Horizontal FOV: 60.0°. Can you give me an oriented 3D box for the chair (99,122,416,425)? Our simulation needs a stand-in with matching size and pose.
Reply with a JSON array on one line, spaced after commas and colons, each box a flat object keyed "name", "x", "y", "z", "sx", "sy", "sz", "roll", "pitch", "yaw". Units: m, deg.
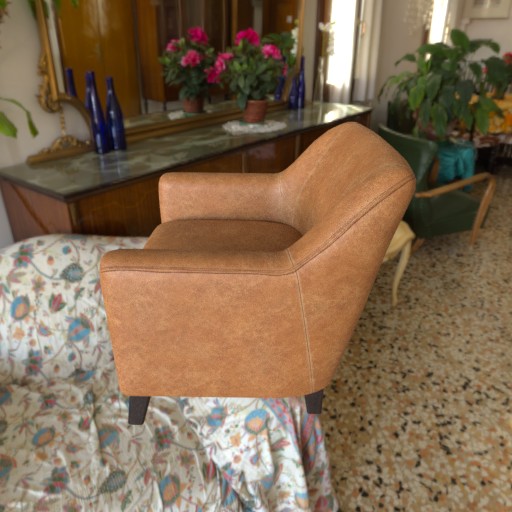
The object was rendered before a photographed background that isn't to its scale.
[{"name": "chair", "x": 0.000, "y": 0.000, "z": 1.874, "sx": 1.034, "sy": 0.980, "sz": 1.037, "roll": 0, "pitch": 27, "yaw": 1}]
